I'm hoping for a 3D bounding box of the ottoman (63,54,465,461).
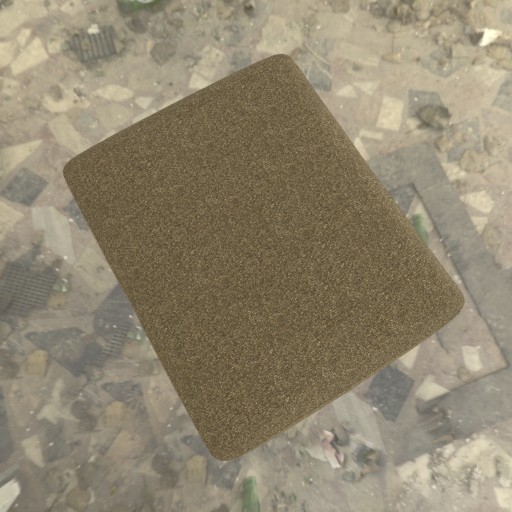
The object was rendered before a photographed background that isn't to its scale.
[{"bbox_3d":[0.000,0.000,1.101,0.598,0.476,0.742,-30,77,-7],"label":"ottoman"}]
